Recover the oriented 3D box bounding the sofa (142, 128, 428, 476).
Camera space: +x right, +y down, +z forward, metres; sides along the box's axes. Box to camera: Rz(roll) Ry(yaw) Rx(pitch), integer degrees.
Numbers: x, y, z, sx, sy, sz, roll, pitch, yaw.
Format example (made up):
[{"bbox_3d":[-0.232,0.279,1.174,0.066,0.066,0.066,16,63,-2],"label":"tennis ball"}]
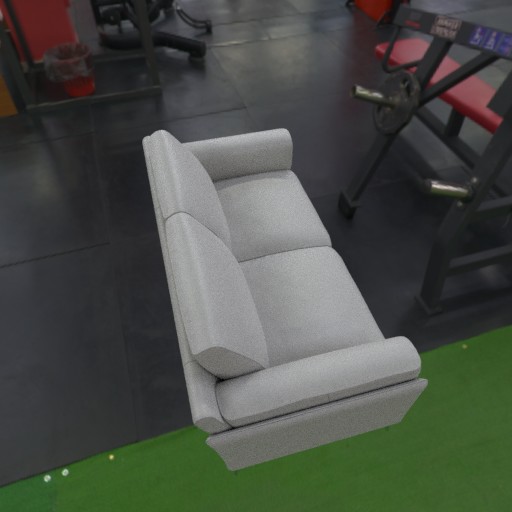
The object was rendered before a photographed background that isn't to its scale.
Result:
[{"bbox_3d":[0.000,0.000,2.631,1.049,0.930,2.101,-12,49,-10],"label":"sofa"}]
